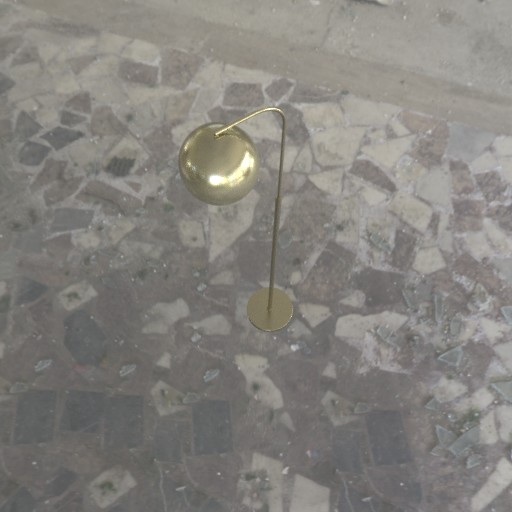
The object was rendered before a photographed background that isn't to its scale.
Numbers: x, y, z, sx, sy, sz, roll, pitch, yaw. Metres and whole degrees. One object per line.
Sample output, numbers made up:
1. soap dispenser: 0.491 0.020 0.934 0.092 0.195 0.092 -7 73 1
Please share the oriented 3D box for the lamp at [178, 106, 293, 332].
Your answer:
1. lamp: 0.000 0.000 1.726 0.431 1.526 0.250 -31 67 -15
